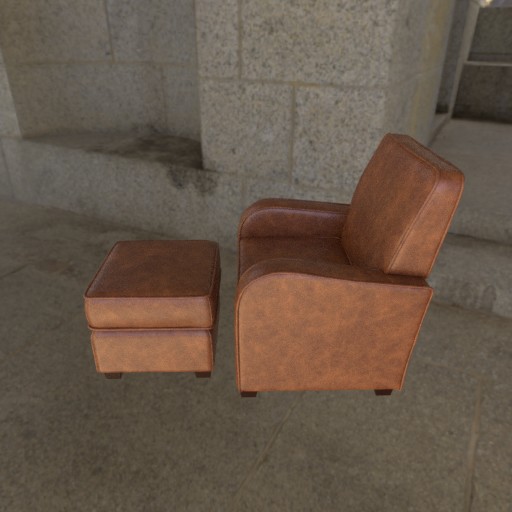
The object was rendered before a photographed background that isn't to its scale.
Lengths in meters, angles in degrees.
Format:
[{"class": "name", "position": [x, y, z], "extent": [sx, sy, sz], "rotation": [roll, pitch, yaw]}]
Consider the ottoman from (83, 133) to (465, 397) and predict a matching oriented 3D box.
[{"class": "ottoman", "position": [0.000, 0.000, 1.835], "extent": [1.314, 0.904, 0.732], "rotation": [0, 27, -1]}]
